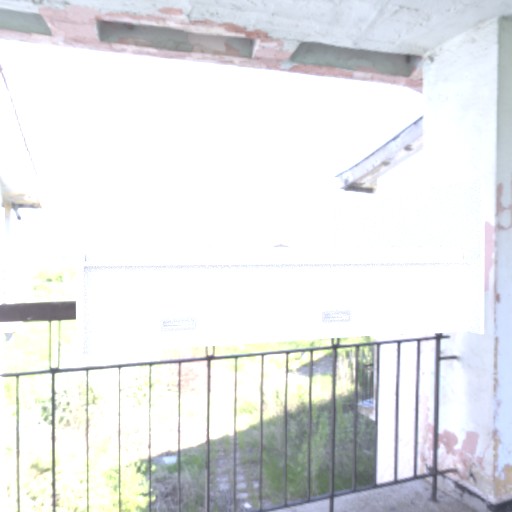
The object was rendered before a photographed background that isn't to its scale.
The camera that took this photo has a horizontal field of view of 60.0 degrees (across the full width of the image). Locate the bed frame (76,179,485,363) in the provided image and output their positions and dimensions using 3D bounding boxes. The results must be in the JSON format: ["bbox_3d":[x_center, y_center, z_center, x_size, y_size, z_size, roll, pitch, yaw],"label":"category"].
[{"bbox_3d":[0.000,0.000,2.764,1.960,0.800,1.622,0,1,-18],"label":"bed frame"}]
